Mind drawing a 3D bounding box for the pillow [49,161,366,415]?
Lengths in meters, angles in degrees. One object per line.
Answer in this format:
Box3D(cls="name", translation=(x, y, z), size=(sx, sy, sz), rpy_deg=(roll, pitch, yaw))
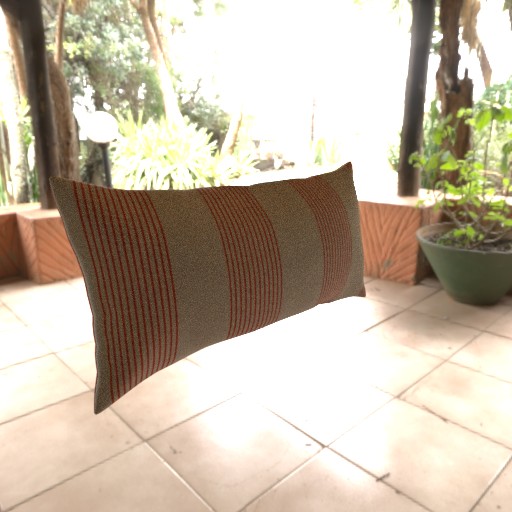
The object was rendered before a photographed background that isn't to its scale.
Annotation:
Box3D(cls="pillow", translation=(0.000, 0.000, 0.736), size=(0.608, 0.292, 0.156), rpy_deg=(-14, 20, -42))
